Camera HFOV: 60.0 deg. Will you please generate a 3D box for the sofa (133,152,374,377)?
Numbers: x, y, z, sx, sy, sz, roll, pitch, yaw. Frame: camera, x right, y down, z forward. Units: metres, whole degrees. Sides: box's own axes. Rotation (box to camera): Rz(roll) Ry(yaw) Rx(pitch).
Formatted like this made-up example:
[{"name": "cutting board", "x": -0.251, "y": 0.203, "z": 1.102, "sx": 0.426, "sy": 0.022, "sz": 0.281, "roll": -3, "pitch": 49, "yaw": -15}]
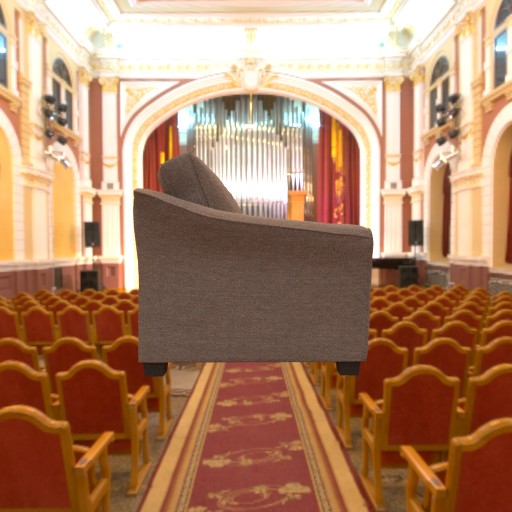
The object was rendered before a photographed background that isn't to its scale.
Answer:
[{"name": "sofa", "x": 0.000, "y": 0.000, "z": 2.842, "sx": 0.980, "sy": 0.965, "sz": 2.270, "roll": 0, "pitch": 1, "yaw": 0}]
